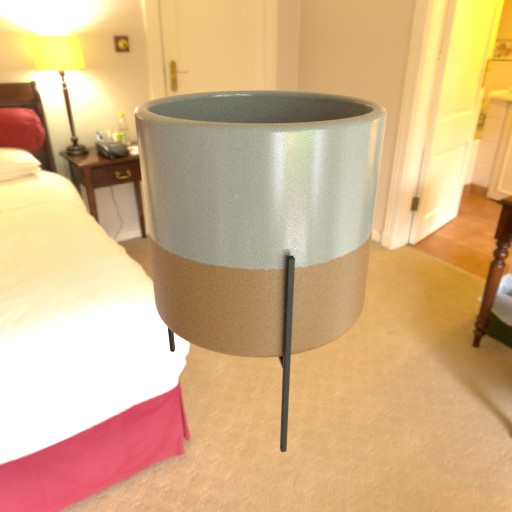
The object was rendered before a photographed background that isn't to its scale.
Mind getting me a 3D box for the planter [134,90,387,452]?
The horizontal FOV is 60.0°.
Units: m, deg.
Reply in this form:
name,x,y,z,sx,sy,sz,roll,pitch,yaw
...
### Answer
name,x,y,z,sx,sy,sz,roll,pitch,yaw
planter,0.000,0.000,0.729,0.360,0.480,0.348,8,28,17
